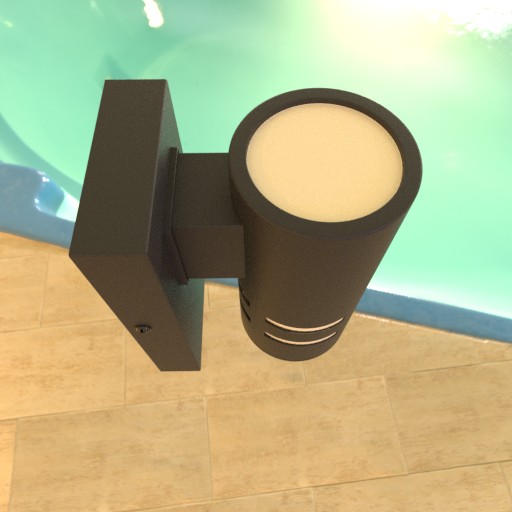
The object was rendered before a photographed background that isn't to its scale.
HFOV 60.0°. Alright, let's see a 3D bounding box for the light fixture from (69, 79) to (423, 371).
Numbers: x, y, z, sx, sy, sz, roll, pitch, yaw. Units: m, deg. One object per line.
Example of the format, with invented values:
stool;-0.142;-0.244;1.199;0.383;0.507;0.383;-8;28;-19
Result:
light fixture;0.000;0.000;0.262;0.138;0.179;0.098;-1;62;0
